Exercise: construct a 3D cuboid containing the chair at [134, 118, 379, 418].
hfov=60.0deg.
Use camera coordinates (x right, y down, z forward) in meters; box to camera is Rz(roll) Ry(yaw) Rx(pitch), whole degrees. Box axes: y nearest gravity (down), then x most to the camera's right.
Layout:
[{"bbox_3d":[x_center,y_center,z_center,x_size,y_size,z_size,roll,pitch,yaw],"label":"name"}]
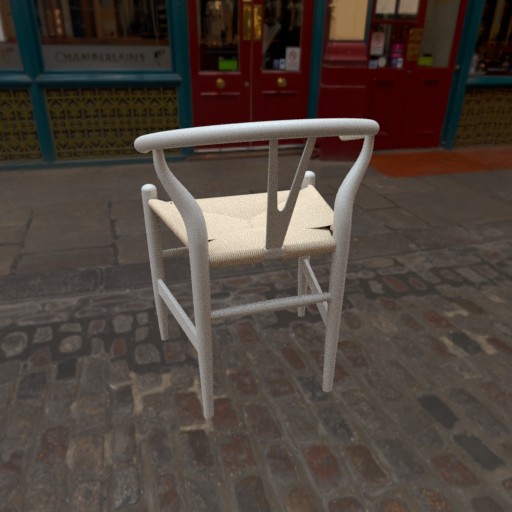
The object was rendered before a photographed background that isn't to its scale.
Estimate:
[{"bbox_3d":[0.000,0.000,1.124,0.533,0.736,0.500,-7,27,-15],"label":"chair"}]
